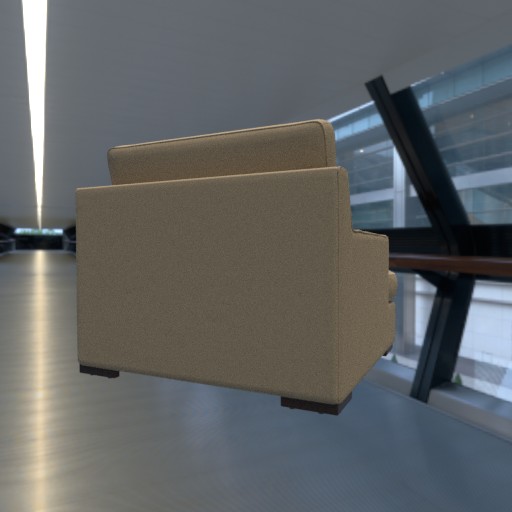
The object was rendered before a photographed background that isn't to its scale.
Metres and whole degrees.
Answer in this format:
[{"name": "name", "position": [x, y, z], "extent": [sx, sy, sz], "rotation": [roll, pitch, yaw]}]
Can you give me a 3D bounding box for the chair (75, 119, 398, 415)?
[{"name": "chair", "position": [0.000, 0.000, 2.141], "extent": [1.293, 1.005, 1.274], "rotation": [0, 1, 18]}]
